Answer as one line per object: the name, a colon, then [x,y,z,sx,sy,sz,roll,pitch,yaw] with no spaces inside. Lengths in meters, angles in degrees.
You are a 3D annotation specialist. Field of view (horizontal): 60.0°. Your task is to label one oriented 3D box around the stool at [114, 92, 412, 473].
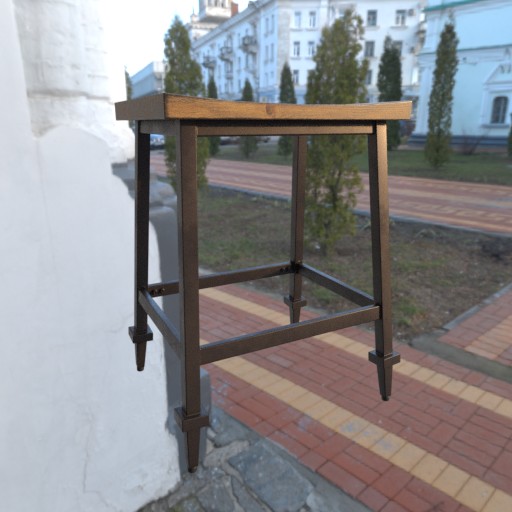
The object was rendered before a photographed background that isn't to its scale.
stool: [0.000,0.000,0.949,0.486,0.625,0.405,-9,19,-26]
